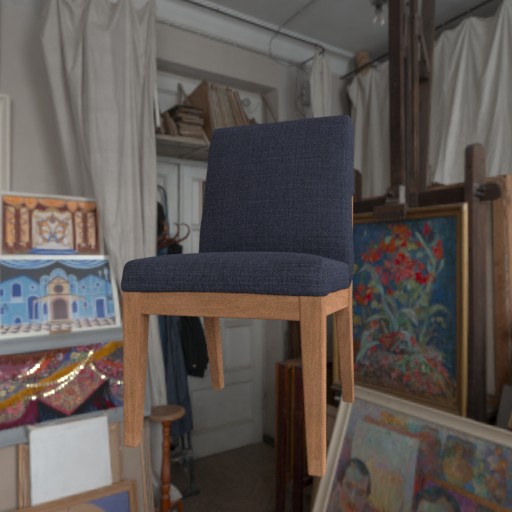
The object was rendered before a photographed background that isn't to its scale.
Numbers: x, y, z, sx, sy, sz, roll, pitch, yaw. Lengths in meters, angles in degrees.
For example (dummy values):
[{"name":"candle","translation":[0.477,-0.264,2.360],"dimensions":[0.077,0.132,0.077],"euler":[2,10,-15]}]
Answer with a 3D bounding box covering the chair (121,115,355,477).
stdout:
[{"name":"chair","translation":[0.000,0.000,1.244],"dimensions":[0.507,0.911,0.586],"euler":[0,-1,19]}]
